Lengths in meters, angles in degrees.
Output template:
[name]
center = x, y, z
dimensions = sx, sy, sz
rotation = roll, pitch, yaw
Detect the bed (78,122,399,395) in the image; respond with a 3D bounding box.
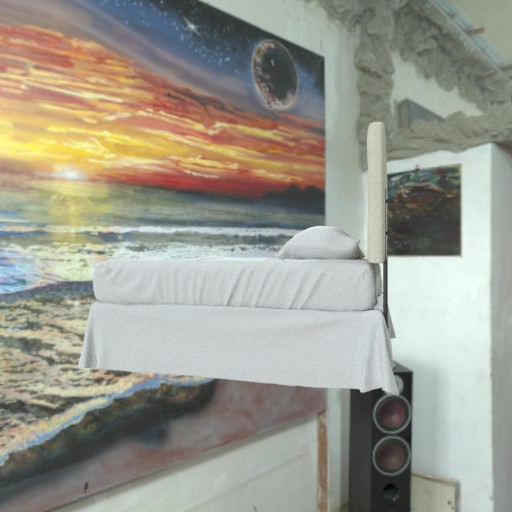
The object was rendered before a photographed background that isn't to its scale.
[bed]
center = 0.000, 0.000, 3.651
dimensions = 2.222, 1.577, 1.936
rotation = 0, 0, 17
